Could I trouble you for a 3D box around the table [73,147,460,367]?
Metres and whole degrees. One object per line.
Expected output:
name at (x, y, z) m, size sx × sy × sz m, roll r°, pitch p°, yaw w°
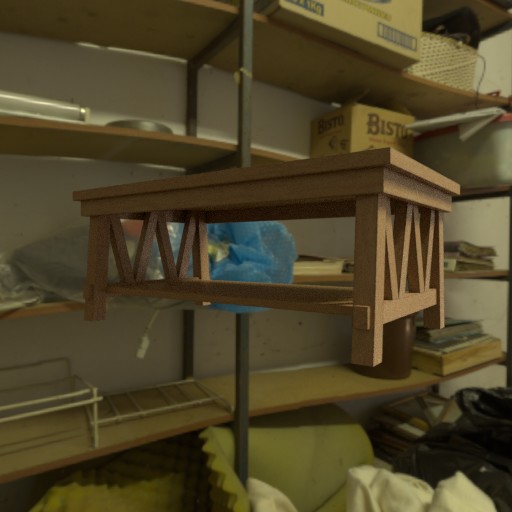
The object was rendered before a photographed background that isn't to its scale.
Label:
table at (0.000, 0.000, 1.661) m, size 1.270 × 0.507 × 0.711 m, roll 1°, pitch 1°, yaw 36°
